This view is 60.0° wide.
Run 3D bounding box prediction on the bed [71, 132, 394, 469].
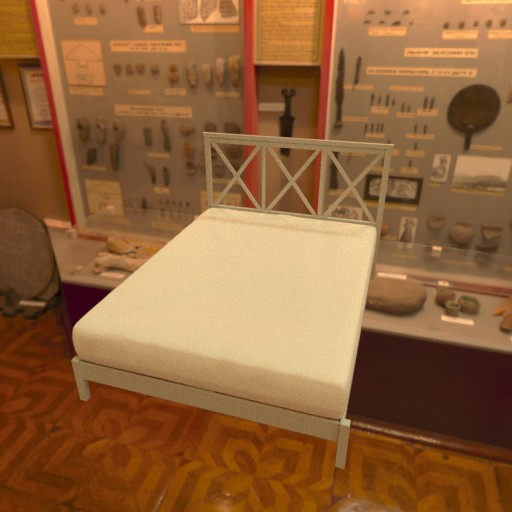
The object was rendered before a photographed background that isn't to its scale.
[{"bbox_3d":[0.000,0.000,3.189,1.673,1.253,2.135,8,28,16],"label":"bed"}]
